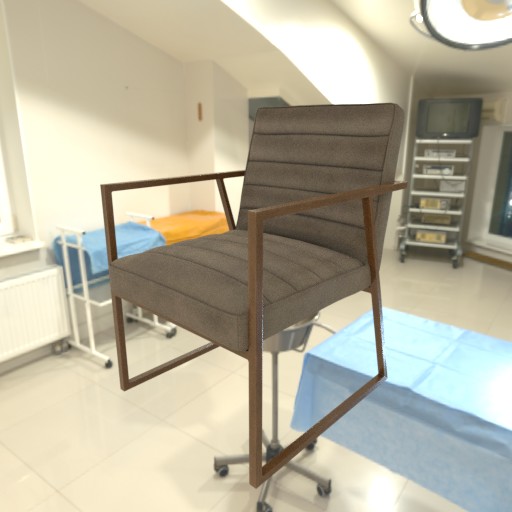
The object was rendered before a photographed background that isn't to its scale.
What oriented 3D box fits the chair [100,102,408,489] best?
[{"bbox_3d":[0.000,0.000,1.278,0.578,0.843,0.682,15,22,41],"label":"chair"}]
